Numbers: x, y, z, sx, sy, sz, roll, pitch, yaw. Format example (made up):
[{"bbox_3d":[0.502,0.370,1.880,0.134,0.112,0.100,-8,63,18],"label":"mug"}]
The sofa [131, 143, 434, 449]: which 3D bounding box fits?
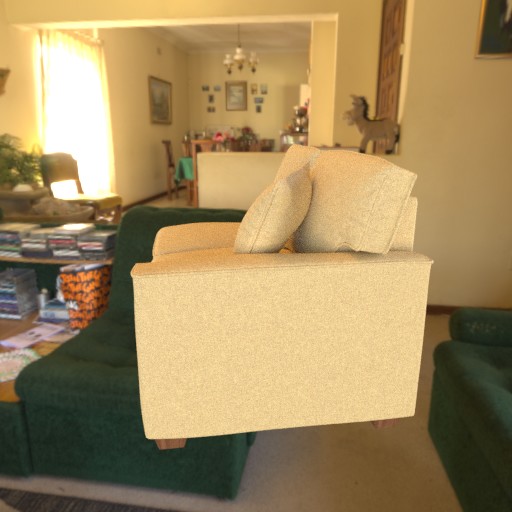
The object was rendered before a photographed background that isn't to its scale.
[{"bbox_3d":[0.000,0.000,2.073,0.991,0.989,1.388,-2,16,-8],"label":"sofa"}]
